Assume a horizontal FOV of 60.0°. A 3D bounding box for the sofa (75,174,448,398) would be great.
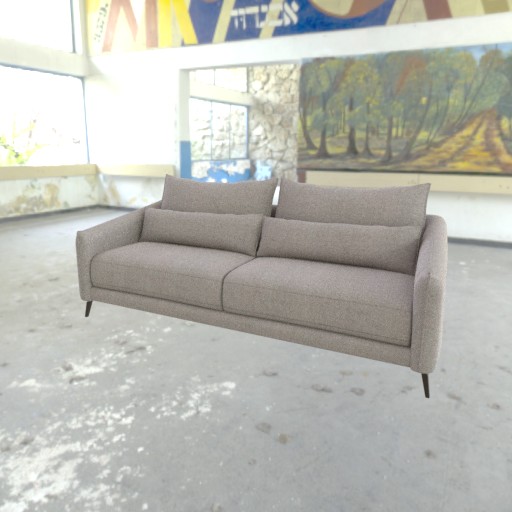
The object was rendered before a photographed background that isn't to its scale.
[{"bbox_3d":[0.000,0.000,2.490,2.022,0.833,0.809,7,16,26],"label":"sofa"}]
